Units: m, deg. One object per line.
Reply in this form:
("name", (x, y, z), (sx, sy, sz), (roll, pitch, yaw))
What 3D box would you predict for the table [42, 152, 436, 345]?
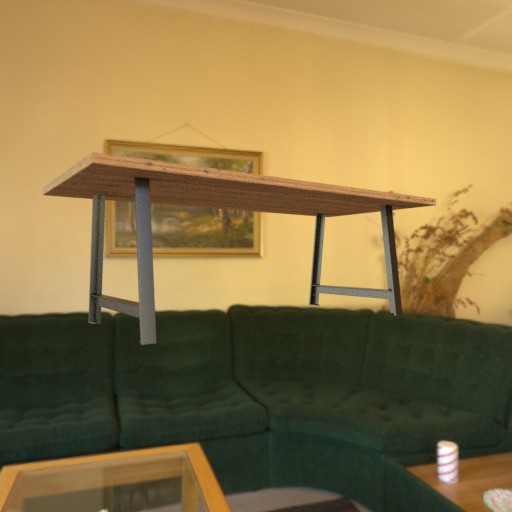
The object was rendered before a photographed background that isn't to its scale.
("table", (0.000, 0.000, 2.682), (2.200, 0.757, 1.000), (0, -1, -35))
